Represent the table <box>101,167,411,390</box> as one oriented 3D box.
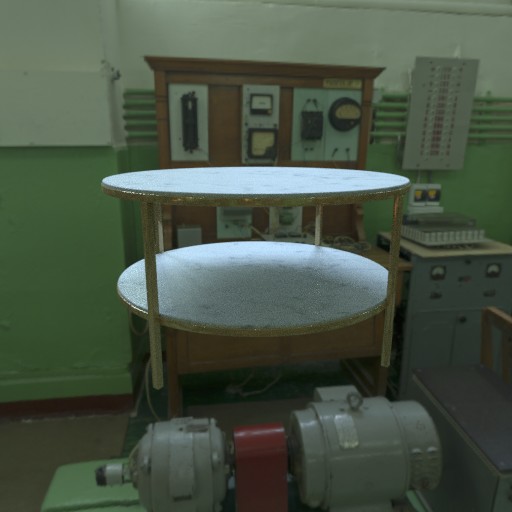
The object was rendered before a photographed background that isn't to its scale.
[{"bbox_3d":[0.000,0.000,1.264,0.800,0.450,0.800,0,15,0],"label":"table"}]
